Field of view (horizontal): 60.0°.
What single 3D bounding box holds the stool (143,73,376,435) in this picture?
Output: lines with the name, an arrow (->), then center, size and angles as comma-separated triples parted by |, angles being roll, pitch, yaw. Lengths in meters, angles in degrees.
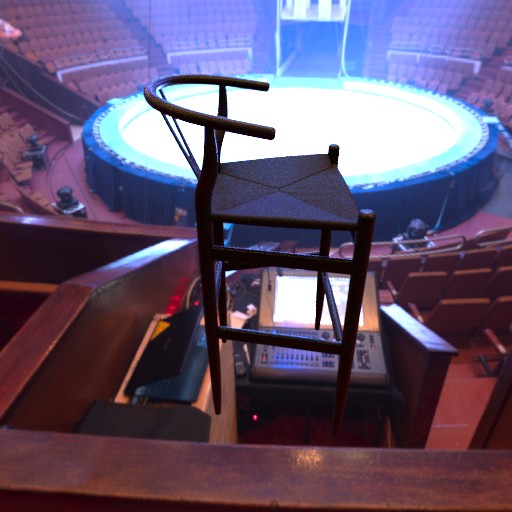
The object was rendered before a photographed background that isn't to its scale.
stool -> 0.000, 0.000, 1.440 | 0.579, 1.072, 0.569 | 0, 31, 0
